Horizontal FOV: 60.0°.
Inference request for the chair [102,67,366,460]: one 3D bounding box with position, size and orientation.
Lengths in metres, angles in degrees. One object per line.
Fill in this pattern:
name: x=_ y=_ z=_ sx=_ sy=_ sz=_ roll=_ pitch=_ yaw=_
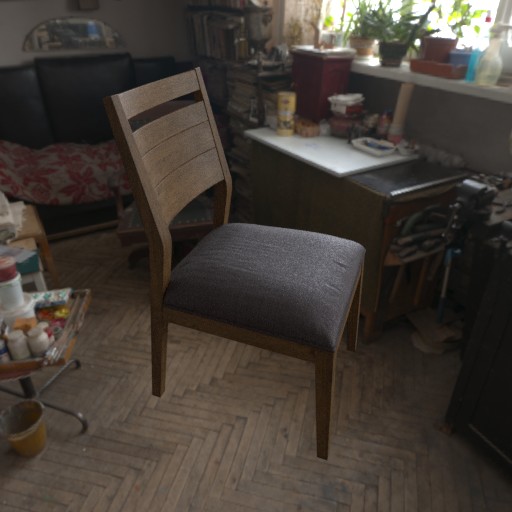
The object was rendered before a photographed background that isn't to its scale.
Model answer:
chair: x=0.000 y=0.000 z=1.291 sx=0.610 sy=0.939 sz=0.501 roll=11 pitch=33 yaw=17
